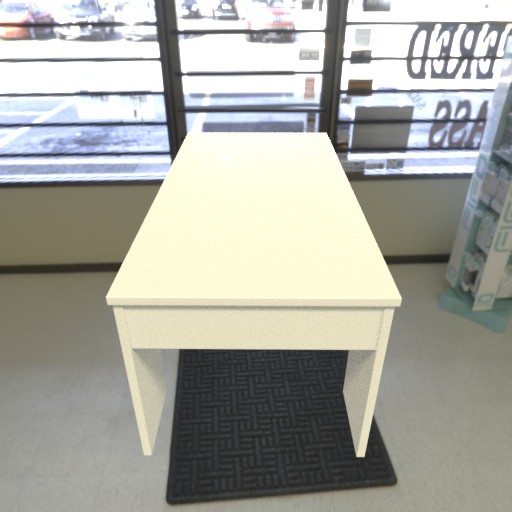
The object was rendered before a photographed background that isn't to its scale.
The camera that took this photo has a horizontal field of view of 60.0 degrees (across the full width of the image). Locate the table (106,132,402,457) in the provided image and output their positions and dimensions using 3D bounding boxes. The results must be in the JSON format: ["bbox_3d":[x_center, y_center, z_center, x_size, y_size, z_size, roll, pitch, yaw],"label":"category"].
[{"bbox_3d":[0.000,0.000,1.288,0.500,0.440,1.000,0,31,0],"label":"table"}]
